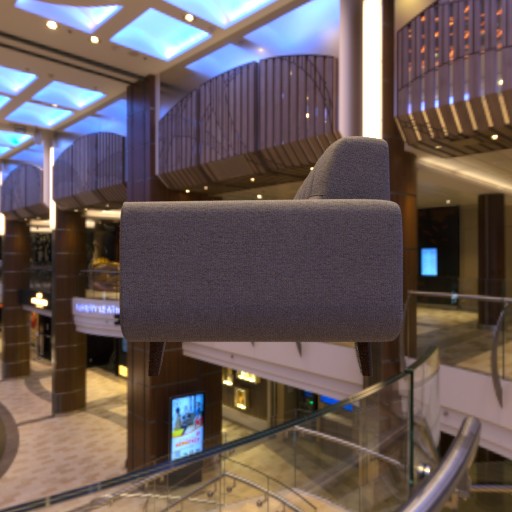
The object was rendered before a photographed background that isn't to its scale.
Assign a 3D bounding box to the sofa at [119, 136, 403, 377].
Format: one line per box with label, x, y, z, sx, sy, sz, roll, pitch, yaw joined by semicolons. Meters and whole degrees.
sofa;0.000;0.000;2.181;0.909;0.841;1.631;0;0;0
